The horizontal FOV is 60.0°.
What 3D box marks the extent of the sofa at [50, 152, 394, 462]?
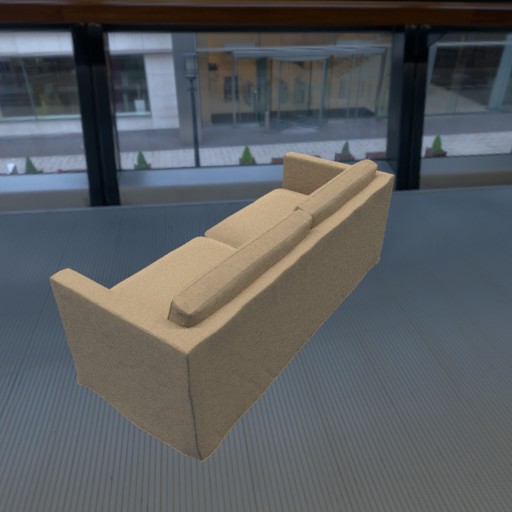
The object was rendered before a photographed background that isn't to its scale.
[{"bbox_3d":[0.000,0.000,2.889,0.962,0.853,2.312,20,37,29],"label":"sofa"}]
